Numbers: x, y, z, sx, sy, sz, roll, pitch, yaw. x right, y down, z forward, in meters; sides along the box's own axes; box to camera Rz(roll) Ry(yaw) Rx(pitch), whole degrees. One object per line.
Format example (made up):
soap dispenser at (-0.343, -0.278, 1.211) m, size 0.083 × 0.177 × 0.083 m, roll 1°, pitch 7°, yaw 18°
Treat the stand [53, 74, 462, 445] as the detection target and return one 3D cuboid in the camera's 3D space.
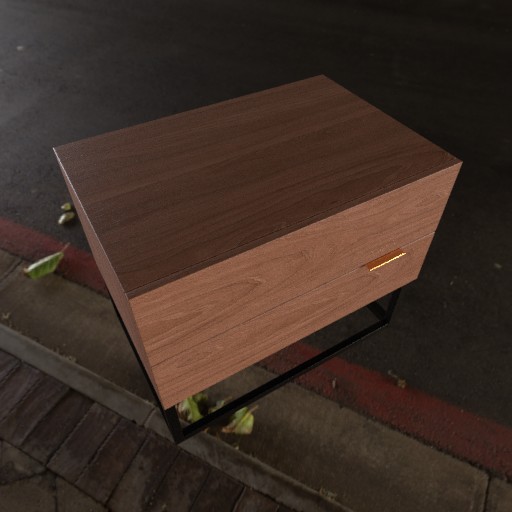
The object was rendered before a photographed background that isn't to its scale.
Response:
stand at (0.000, 0.000, 0.956) m, size 0.600 × 0.500 × 0.420 m, roll -23°, pitch 50°, yaw -21°
